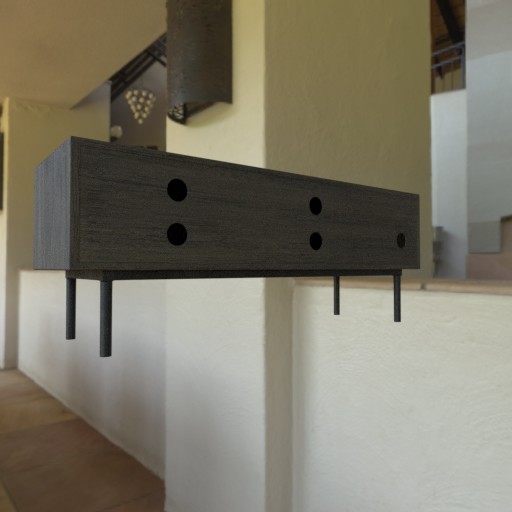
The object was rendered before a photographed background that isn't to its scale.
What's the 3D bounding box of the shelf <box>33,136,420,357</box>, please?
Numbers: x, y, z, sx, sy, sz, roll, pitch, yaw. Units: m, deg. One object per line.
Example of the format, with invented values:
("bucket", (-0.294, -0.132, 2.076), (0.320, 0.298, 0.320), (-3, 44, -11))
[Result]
("shelf", (0.000, 0.000, 1.501), (1.300, 0.495, 0.400), (1, -2, -37))
